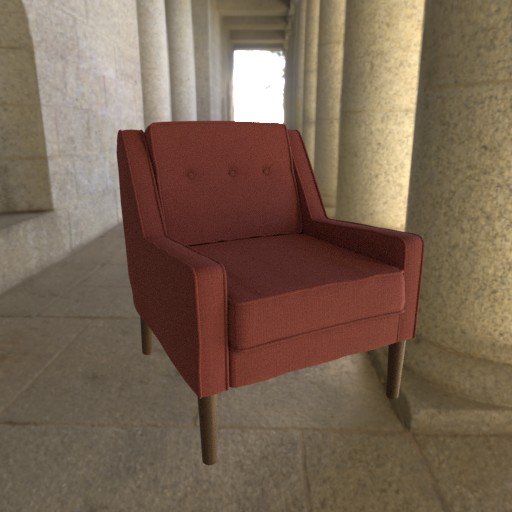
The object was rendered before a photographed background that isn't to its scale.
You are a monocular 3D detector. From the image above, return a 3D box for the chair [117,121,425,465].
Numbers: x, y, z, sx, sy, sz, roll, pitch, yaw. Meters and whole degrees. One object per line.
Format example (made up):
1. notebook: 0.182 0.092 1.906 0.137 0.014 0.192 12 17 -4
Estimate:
1. chair: 0.000 0.000 1.377 0.680 0.812 0.770 -8 18 -26
